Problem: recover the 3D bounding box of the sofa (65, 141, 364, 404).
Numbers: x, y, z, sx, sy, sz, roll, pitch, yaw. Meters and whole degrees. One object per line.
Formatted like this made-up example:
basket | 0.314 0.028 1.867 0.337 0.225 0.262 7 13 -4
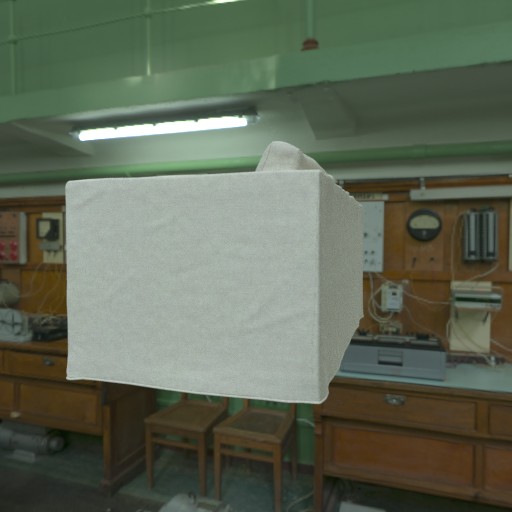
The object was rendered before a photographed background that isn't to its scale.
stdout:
sofa | 0.000 0.000 2.253 0.962 0.835 1.719 1 2 18
